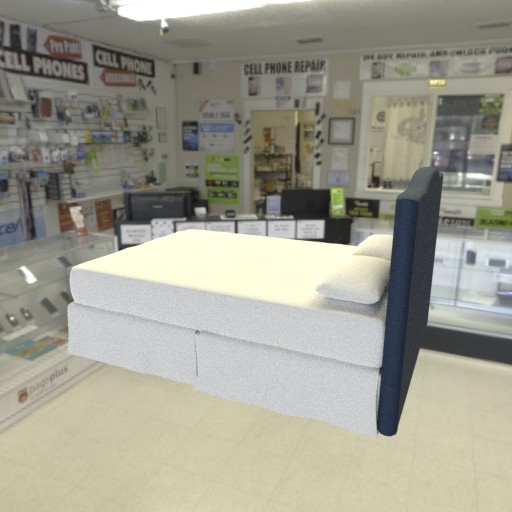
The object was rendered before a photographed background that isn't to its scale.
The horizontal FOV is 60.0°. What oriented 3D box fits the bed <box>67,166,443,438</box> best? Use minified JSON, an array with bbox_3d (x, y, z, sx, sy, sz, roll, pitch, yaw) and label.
[{"bbox_3d":[0.000,0.000,3.489,2.507,1.441,1.741,7,17,25],"label":"bed"}]
